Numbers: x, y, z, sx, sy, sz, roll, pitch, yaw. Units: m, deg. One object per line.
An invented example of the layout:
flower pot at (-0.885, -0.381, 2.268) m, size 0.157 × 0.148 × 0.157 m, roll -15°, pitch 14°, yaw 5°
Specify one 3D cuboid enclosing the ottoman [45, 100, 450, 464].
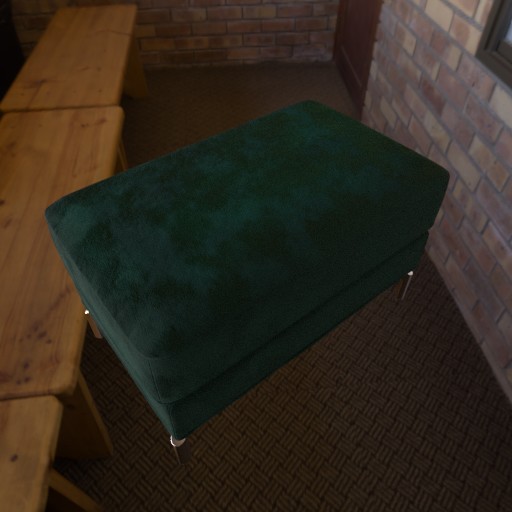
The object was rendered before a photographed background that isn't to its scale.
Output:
ottoman at (0.000, 0.000, 1.225) m, size 0.886 × 0.533 × 0.536 m, roll -30°, pitch 53°, yaw -26°
